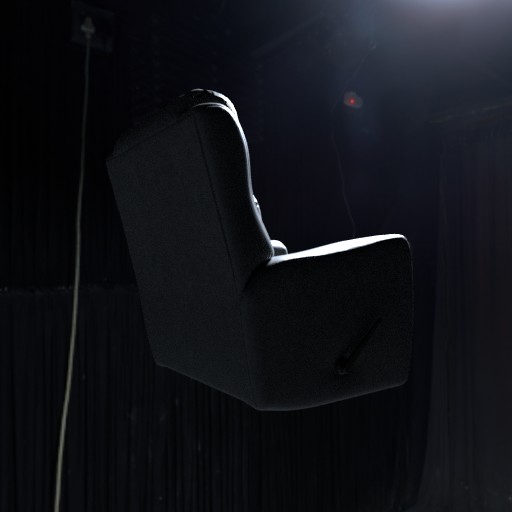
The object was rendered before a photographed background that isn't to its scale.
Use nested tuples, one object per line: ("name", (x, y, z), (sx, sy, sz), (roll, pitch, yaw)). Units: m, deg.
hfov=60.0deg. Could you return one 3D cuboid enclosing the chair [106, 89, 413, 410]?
("chair", (0.000, 0.000, 1.952), (1.068, 1.116, 0.967), (1, -1, -36))
